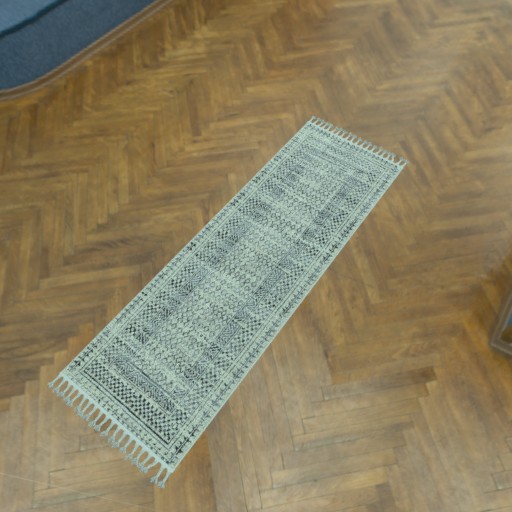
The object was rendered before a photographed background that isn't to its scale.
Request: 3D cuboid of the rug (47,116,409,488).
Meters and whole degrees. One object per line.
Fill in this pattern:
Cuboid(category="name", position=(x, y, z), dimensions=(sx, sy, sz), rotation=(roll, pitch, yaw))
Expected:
Cuboid(category="rug", position=(0.000, 0.000, 2.605), dimensions=(0.786, 0.013, 2.480), rotation=(32, 63, 18))
